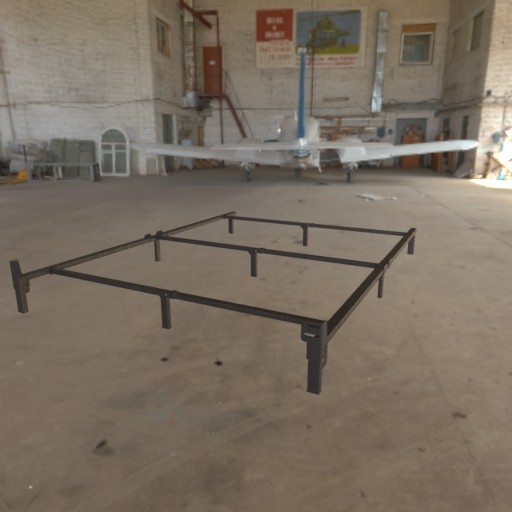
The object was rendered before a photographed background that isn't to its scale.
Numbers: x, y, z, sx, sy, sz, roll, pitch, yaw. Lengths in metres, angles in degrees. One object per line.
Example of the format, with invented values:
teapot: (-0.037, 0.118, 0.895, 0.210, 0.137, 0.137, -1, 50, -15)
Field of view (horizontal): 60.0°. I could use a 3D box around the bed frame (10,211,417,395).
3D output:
bed frame: (0.000, 0.000, 2.565, 1.498, 0.248, 1.990, 8, 17, 26)
